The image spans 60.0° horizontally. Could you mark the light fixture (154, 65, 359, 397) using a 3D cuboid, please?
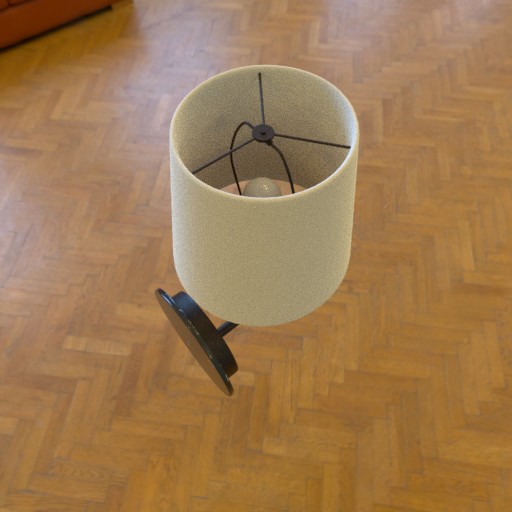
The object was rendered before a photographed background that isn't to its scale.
[{"bbox_3d":[0.000,0.000,0.442,0.188,0.337,0.168,-35,66,-18],"label":"light fixture"}]
